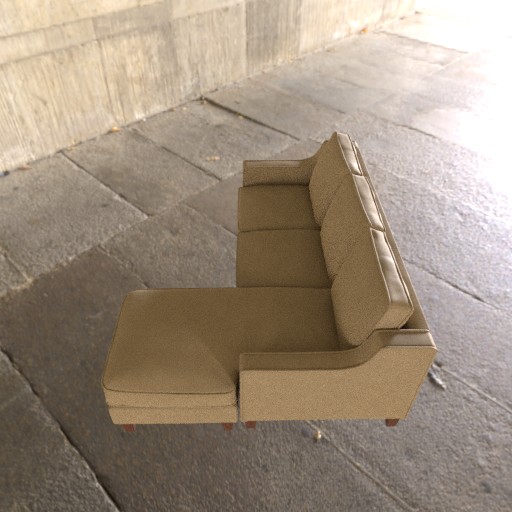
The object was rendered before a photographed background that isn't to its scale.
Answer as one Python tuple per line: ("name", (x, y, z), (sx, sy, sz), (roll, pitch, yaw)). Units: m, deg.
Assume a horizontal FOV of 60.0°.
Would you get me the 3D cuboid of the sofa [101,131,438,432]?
("sofa", (0.000, 0.000, 3.346), (1.858, 1.066, 2.317), (-1, 42, -1))
